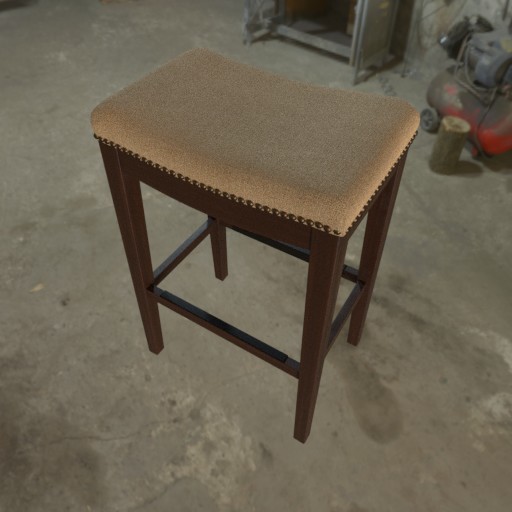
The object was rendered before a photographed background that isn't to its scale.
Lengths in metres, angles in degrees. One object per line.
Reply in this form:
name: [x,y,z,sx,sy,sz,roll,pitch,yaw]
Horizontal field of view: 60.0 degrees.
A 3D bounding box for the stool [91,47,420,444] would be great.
stool: [0.000,0.000,1.030,0.509,0.768,0.363,24,51,21]
